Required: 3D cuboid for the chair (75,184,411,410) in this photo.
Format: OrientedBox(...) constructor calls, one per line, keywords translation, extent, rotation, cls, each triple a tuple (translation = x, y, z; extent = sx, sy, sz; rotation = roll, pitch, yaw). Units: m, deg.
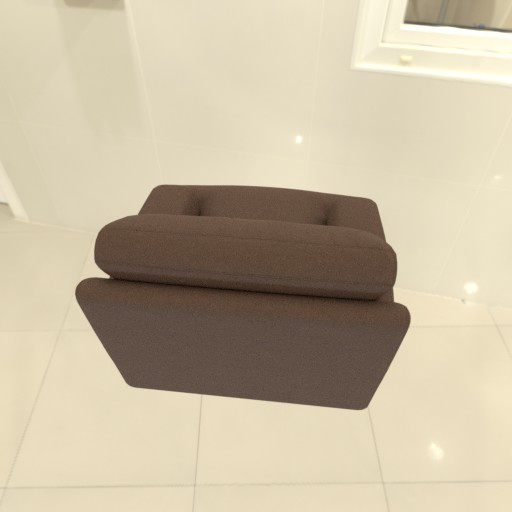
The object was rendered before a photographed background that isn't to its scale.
OrientedBox(translation=(0.000, 0.000, 2.038), extent=(1.168, 0.940, 1.143), rotation=(4, 46, 4), cls="chair")
